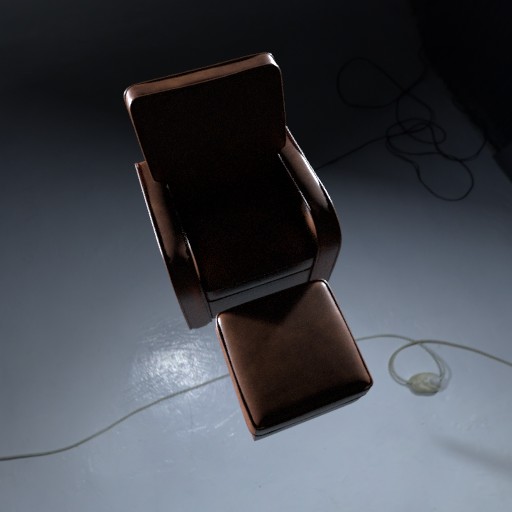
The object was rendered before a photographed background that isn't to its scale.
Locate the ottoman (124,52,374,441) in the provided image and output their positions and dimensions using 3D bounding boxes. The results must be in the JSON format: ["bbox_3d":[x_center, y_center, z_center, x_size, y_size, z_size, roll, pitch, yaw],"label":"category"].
[{"bbox_3d":[0.000,0.000,1.862,0.732,0.904,1.314,-18,64,-9],"label":"ottoman"}]
